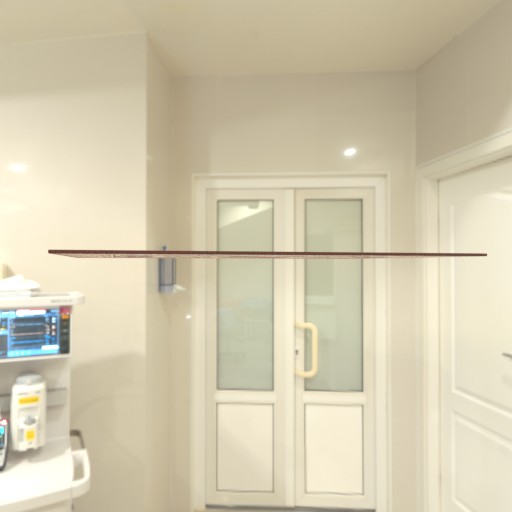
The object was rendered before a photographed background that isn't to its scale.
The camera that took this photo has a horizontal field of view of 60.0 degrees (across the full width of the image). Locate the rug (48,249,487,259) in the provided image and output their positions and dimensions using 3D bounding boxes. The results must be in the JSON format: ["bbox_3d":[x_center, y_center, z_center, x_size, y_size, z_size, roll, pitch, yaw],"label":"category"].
[{"bbox_3d":[0.000,0.000,5.812,4.578,0.033,3.033,0,-1,-18],"label":"rug"}]
